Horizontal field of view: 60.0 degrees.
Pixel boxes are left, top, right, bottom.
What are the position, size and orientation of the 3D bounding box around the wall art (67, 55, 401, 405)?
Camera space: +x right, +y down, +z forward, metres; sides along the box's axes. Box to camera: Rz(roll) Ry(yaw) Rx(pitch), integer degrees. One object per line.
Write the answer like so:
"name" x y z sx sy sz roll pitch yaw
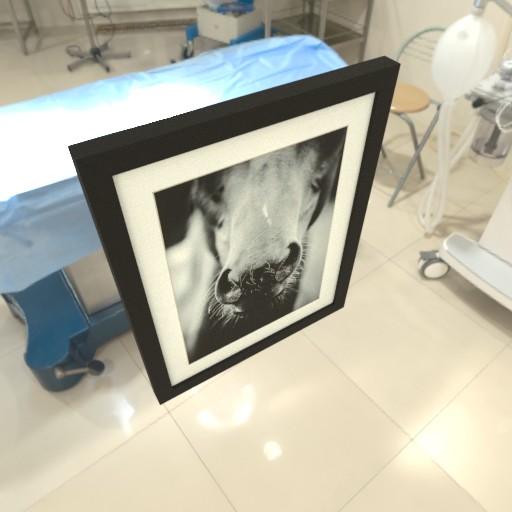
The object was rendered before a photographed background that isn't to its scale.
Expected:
"wall art" 0.000 0.000 0.541 0.329 0.404 0.024 -24 51 -21
